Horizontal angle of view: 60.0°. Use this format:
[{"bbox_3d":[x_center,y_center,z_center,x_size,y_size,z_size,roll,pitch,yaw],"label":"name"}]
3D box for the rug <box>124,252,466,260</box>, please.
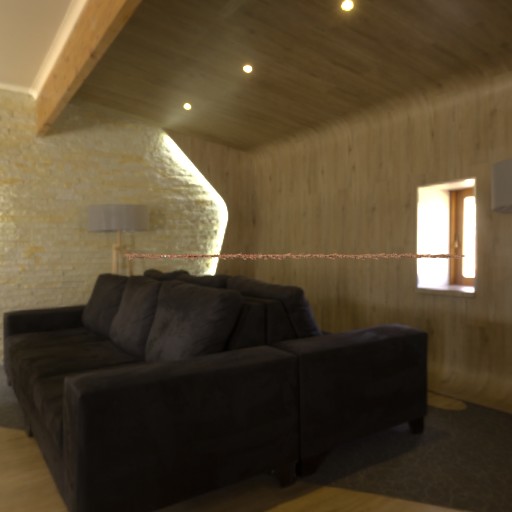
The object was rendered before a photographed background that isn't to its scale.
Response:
[{"bbox_3d":[0.000,0.000,2.627,1.469,0.040,2.025,0,0,-18],"label":"rug"}]
